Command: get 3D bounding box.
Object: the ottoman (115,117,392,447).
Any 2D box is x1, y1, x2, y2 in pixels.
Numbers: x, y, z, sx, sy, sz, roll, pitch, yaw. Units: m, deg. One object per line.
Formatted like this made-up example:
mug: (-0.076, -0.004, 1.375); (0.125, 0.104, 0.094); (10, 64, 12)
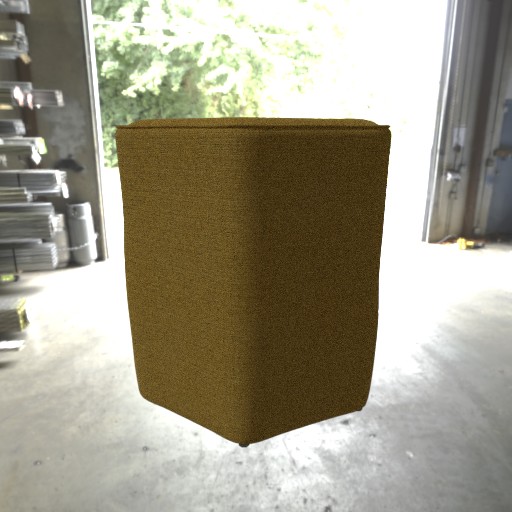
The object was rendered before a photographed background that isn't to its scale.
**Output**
ottoman: (0.000, 0.000, 0.857); (0.494, 0.502, 0.443); (-7, 17, -24)
